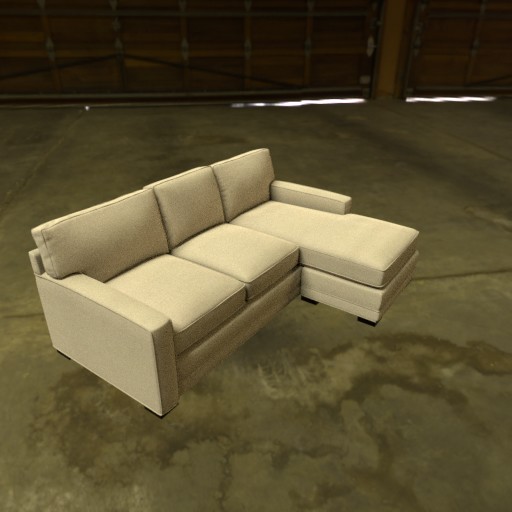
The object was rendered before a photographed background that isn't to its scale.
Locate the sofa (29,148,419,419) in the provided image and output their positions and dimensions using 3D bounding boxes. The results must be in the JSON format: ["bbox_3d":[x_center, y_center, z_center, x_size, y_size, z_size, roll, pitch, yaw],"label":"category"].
[{"bbox_3d":[0.000,0.000,2.823,1.496,0.861,2.087,18,33,31],"label":"sofa"}]
